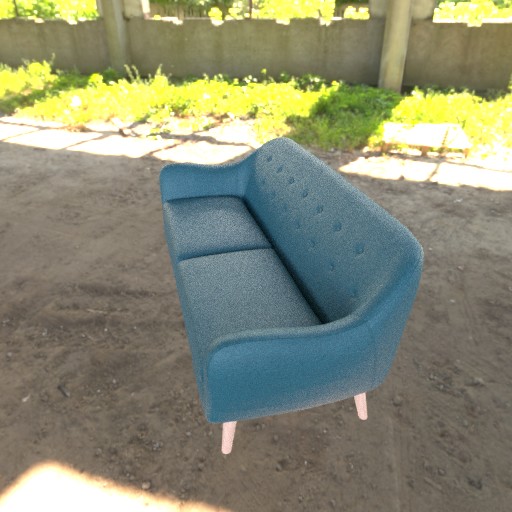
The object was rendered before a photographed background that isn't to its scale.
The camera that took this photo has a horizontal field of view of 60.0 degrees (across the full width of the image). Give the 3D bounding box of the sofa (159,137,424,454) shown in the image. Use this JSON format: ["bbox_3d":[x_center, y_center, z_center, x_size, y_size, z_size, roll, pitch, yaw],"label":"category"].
[{"bbox_3d":[0.000,0.000,2.247,0.820,0.836,1.840,-8,30,-13],"label":"sofa"}]
